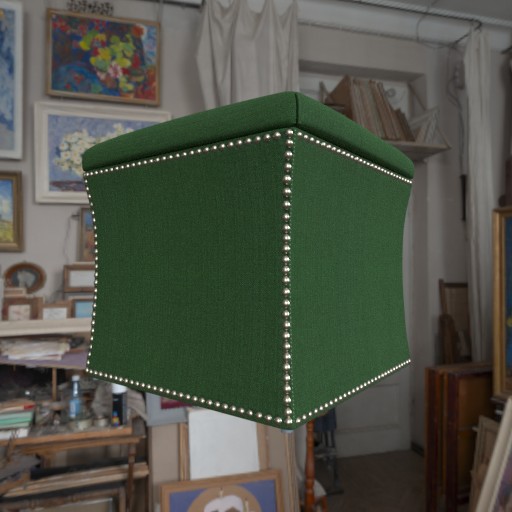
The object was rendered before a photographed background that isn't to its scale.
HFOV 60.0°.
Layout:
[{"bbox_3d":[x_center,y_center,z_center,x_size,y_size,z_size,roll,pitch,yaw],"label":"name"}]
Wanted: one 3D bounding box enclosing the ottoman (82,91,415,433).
[{"bbox_3d":[0.000,0.000,0.893,0.507,0.475,0.497,-1,-1,37],"label":"ottoman"}]
